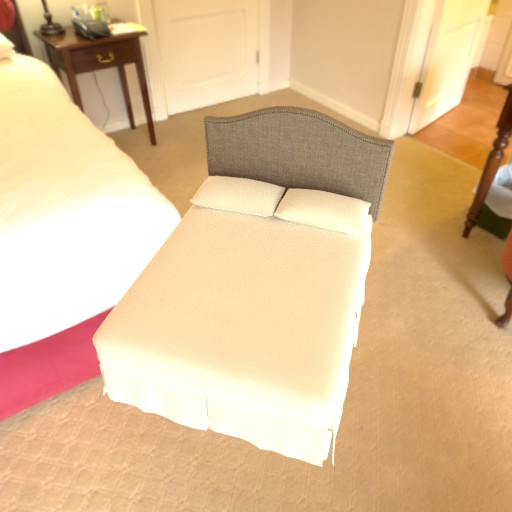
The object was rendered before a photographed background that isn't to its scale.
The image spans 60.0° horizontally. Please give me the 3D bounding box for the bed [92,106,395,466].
[{"bbox_3d":[0.000,0.000,3.345,1.713,1.518,2.153,12,42,13],"label":"bed"}]
